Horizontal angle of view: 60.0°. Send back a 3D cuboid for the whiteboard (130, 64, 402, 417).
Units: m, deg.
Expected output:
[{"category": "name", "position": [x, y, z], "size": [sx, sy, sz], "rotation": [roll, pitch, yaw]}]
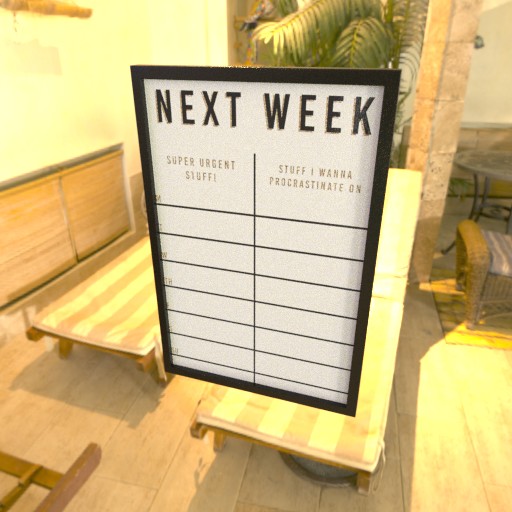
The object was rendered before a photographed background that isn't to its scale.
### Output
[{"category": "whiteboard", "position": [0.000, 0.000, 0.776], "size": [0.406, 0.611, 0.026], "rotation": [8, 27, 17]}]
